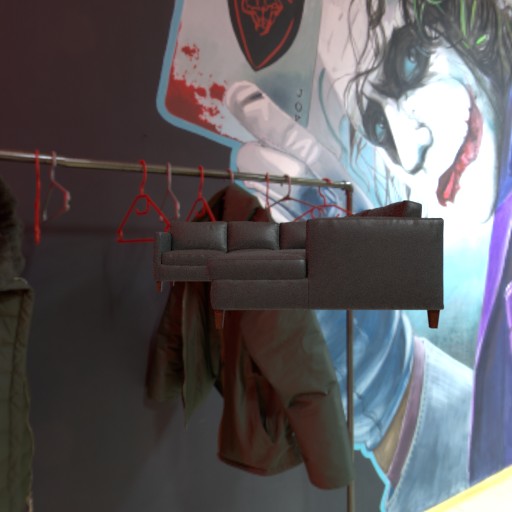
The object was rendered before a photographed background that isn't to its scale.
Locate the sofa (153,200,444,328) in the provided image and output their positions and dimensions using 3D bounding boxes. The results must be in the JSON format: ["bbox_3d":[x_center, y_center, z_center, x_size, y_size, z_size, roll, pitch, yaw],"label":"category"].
[{"bbox_3d":[0.000,0.000,4.681,2.593,0.923,3.460,0,1,0],"label":"sofa"}]
